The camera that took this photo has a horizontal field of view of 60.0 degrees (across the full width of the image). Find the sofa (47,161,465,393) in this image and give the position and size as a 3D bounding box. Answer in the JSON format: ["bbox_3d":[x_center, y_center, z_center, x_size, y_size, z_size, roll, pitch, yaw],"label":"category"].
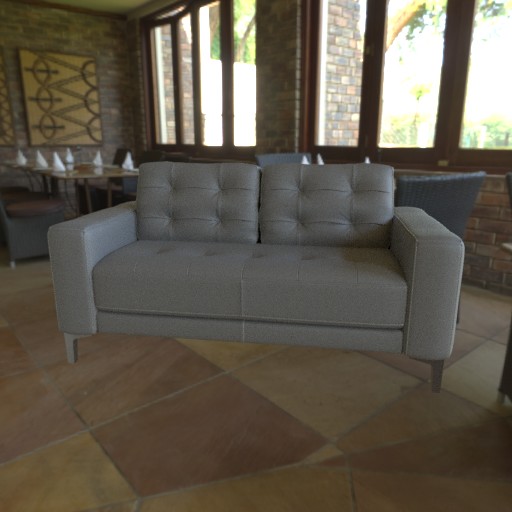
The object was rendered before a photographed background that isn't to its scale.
[{"bbox_3d":[0.000,0.000,2.191,1.726,0.893,0.833,2,15,9],"label":"sofa"}]
